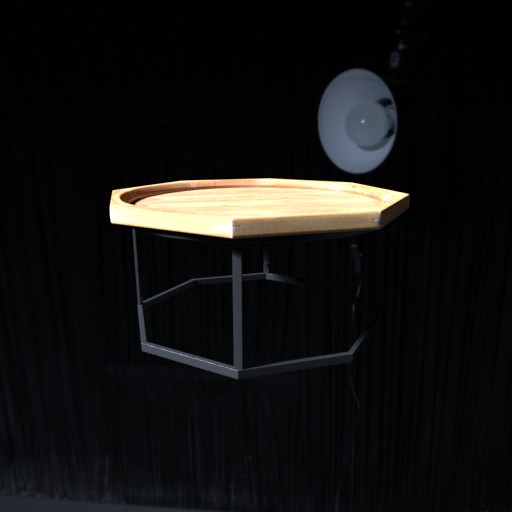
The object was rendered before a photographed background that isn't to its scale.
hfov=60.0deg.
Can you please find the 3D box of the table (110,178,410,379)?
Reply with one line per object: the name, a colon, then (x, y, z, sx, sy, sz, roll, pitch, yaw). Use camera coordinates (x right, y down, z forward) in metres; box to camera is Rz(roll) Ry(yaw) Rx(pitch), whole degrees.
table: (0.000, 0.000, 1.545, 1.002, 0.444, 1.002, 0, 15, 0)
